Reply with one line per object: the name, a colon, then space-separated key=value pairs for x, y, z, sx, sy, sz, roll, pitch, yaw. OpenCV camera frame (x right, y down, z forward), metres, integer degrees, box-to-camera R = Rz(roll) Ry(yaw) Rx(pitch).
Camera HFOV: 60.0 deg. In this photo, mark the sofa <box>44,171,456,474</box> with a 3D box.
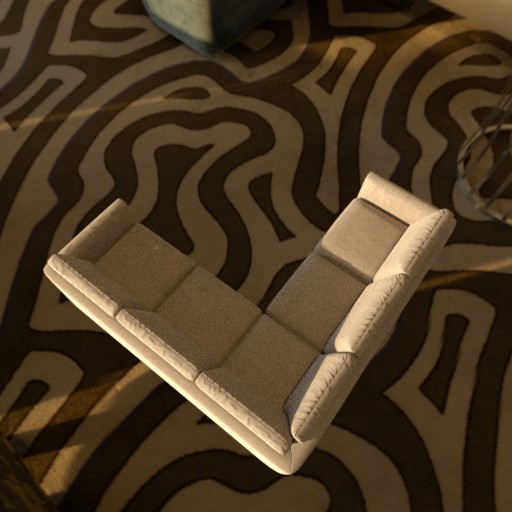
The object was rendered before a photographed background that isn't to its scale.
sofa: x=0.000 y=0.000 z=3.752 sx=2.438 sy=0.864 sz=2.438 roll=34 pitch=67 yaw=16
